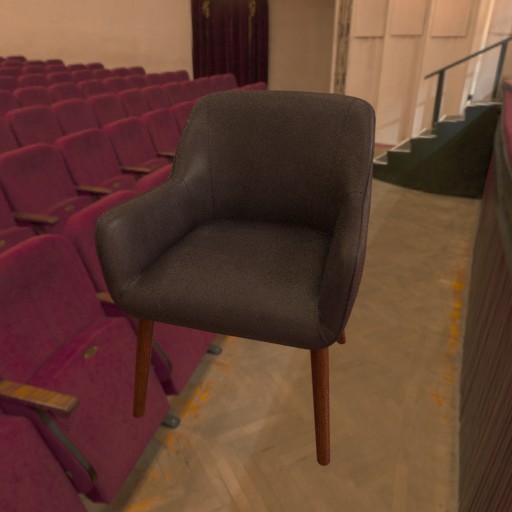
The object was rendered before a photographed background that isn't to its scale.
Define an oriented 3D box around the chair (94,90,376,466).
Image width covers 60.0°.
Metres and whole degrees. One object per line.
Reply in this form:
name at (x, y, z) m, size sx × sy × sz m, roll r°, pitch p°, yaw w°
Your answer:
chair at (0.000, 0.000, 1.245) m, size 0.610 × 0.828 × 0.610 m, roll 8°, pitch 26°, yaw 16°
